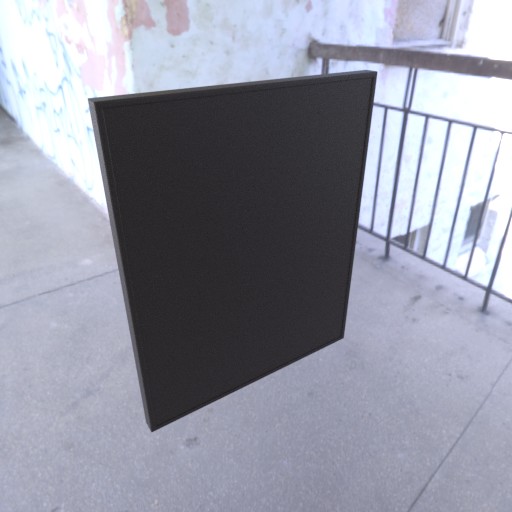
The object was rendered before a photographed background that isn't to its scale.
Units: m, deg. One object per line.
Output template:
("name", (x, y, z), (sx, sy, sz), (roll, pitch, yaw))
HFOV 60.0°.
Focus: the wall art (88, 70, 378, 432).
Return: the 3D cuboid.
("wall art", (0.000, 0.000, 0.748), (0.451, 0.551, 0.028), (-18, 34, -29))
